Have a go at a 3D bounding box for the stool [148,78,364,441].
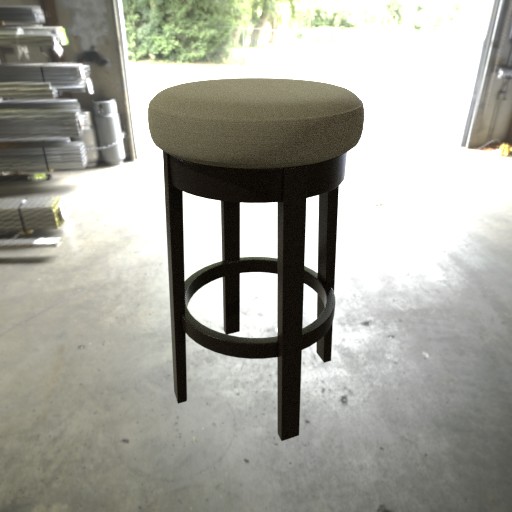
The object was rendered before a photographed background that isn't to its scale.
[{"bbox_3d":[0.000,0.000,1.046,0.446,0.758,0.446,0,28,0],"label":"stool"}]
